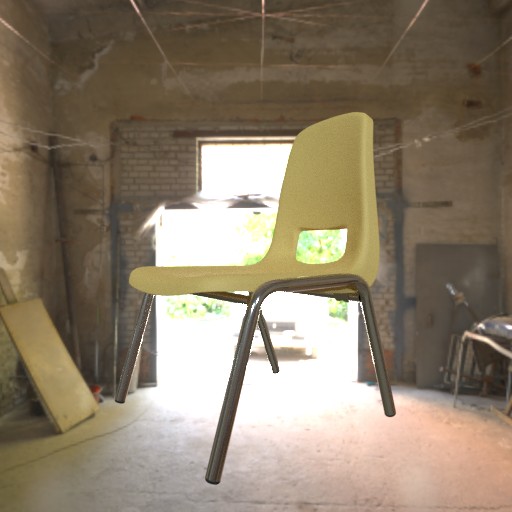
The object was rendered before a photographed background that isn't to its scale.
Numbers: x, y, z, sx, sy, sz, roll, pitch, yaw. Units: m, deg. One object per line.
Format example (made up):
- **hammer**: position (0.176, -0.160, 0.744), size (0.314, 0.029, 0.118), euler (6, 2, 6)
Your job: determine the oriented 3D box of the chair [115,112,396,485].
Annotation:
- **chair**: position (0.000, 0.000, 0.768), size (0.385, 0.536, 0.354), euler (-1, 1, -36)
